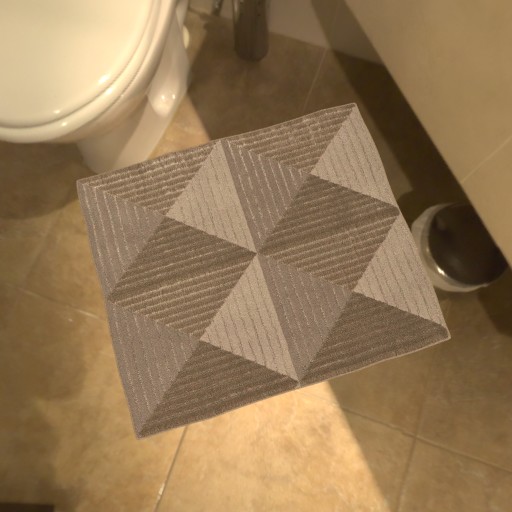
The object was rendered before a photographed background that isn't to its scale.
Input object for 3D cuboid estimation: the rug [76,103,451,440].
[{"bbox_3d":[0.000,0.000,0.907,0.642,0.008,0.551,-17,77,-4],"label":"rug"}]
